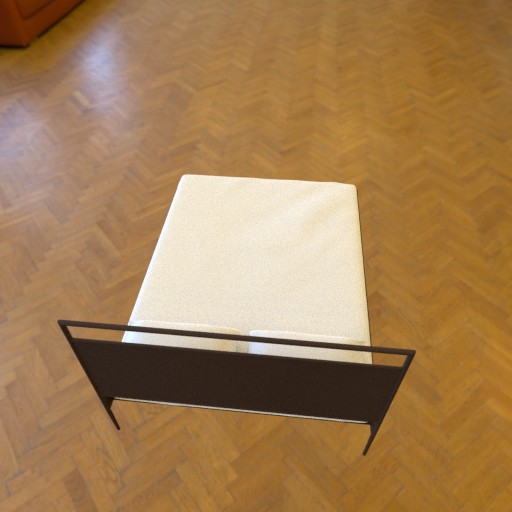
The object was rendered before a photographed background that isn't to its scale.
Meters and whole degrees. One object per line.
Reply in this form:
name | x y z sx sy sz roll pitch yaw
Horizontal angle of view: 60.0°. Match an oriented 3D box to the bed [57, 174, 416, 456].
bed | 0.000 0.000 3.071 1.572 1.173 2.122 4 46 4
